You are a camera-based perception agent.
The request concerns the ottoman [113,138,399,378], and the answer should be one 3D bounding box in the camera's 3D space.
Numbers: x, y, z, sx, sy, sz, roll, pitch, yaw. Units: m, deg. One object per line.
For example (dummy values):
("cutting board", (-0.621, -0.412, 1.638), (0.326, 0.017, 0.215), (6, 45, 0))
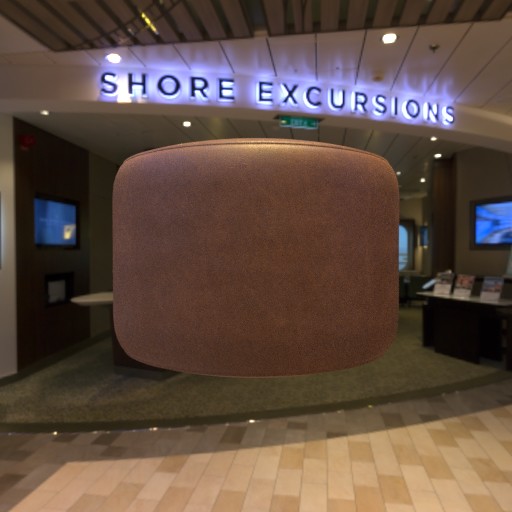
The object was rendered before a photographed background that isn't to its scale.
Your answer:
("ottoman", (0.000, 0.000, 0.988), (0.607, 0.438, 0.607), (0, 1, 0))
